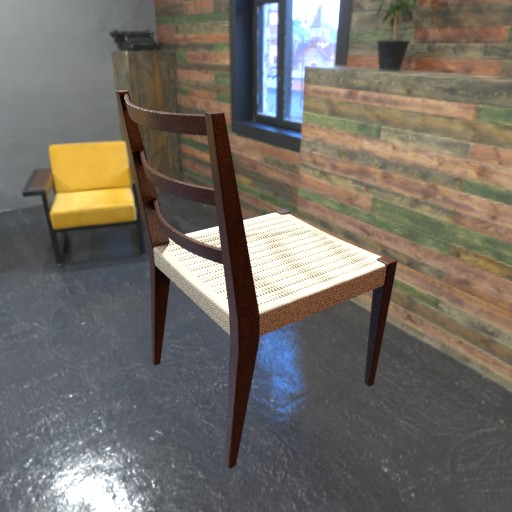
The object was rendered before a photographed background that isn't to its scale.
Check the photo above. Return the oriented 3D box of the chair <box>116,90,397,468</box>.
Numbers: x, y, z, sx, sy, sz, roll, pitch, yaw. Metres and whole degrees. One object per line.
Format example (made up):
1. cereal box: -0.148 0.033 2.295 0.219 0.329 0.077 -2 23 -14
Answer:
1. chair: 0.000 0.000 1.171 0.551 0.813 0.480 -16 30 -31
